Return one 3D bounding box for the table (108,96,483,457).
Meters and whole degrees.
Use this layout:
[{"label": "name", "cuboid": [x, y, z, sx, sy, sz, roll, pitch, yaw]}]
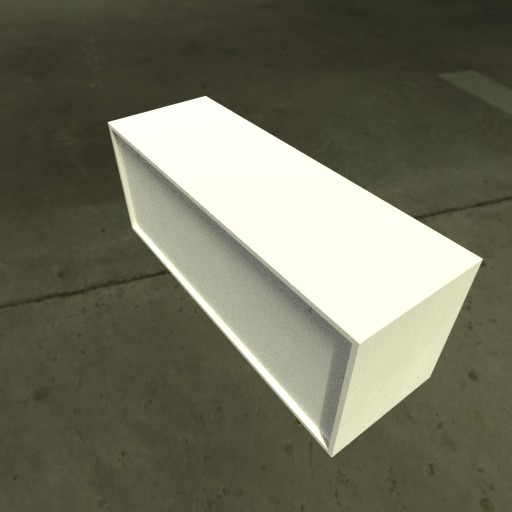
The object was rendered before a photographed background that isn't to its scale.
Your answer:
[{"label": "table", "cuboid": [0.000, 0.000, 1.858, 0.508, 0.769, 1.500, -26, 47, -27]}]
